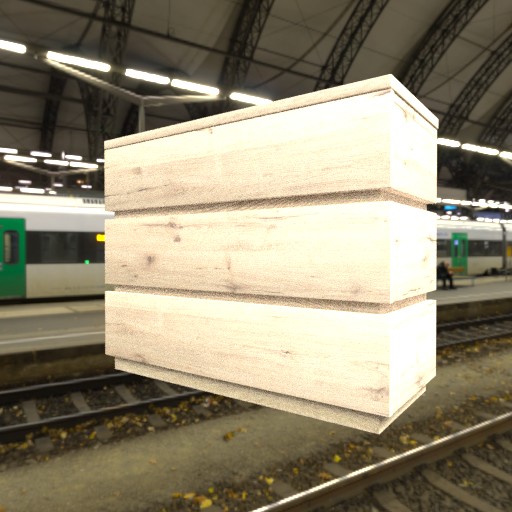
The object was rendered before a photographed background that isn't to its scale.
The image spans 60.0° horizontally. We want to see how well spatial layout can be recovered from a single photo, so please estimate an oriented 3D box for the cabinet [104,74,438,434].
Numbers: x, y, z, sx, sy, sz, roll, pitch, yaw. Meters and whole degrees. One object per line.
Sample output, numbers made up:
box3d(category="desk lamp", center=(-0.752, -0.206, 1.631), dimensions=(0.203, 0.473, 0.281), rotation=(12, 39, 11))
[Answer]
box3d(category="cabinet", center=(0.000, 0.000, 1.463), dimensions=(1.040, 0.820, 0.420), rotation=(1, 1, 36))
